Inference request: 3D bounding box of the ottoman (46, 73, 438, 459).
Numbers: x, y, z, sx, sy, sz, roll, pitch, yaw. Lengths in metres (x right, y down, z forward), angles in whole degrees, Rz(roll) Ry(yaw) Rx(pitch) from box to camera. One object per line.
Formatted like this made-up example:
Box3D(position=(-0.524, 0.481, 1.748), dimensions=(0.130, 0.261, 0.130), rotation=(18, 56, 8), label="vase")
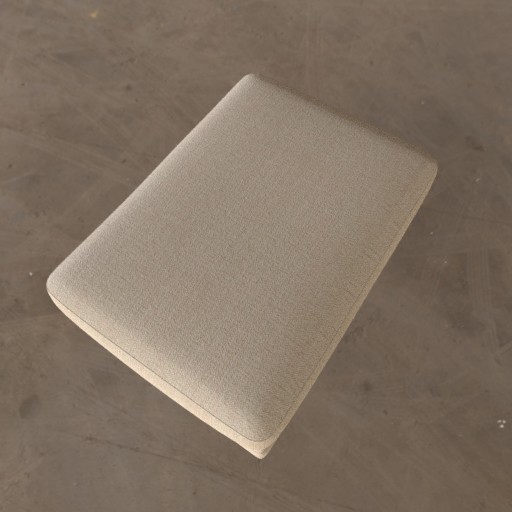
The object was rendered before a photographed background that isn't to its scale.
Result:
Box3D(position=(0.000, 0.000, 1.258), dimensions=(0.637, 0.478, 0.885), rotation=(31, 67, 15), label="ottoman")
